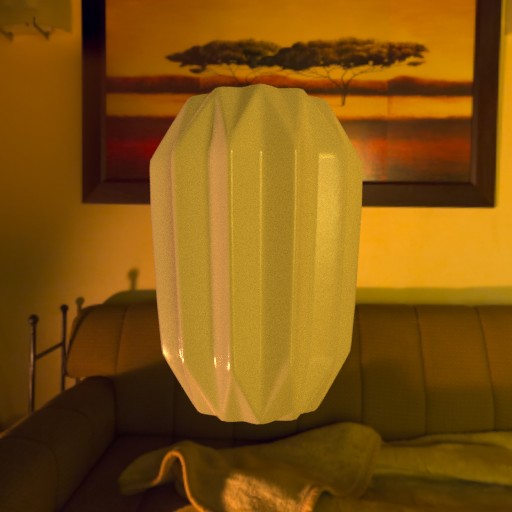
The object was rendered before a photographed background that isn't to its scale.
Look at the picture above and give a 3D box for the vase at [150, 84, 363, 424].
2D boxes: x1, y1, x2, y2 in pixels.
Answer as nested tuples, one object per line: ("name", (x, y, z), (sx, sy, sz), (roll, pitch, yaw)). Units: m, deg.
("vase", (0.000, 0.000, 0.417), (0.195, 0.275, 0.195), (0, 1, 0))
